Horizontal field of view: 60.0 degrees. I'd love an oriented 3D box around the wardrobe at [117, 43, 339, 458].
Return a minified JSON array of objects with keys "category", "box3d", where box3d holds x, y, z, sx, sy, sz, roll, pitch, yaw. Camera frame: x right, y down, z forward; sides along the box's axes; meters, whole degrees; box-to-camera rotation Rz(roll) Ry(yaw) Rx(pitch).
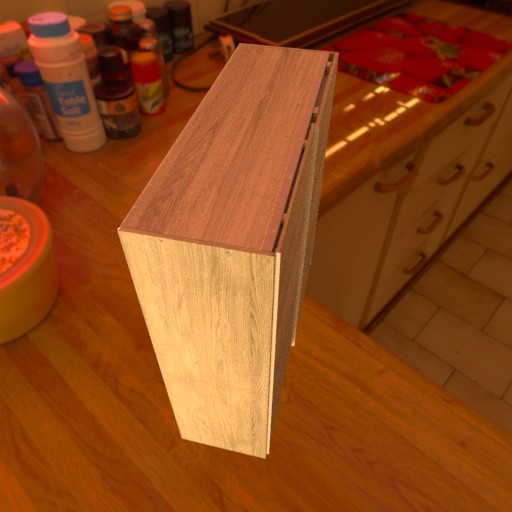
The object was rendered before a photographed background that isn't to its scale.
[{"category":"wardrobe","box3d":[0.000,0.000,2.876,0.629,1.960,1.780,10,47,9]}]
